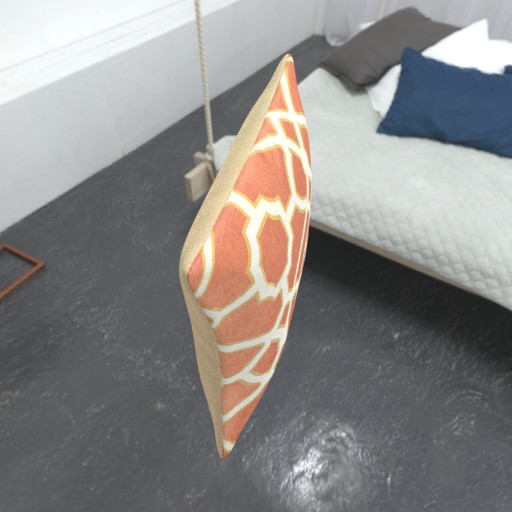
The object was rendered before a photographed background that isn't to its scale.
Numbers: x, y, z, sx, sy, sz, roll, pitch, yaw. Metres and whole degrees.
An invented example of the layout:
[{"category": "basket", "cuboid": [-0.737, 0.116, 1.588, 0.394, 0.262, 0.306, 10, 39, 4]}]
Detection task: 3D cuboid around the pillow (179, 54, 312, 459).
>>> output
[{"category": "pillow", "cuboid": [0.000, 0.000, 0.807, 0.166, 0.508, 0.552, 10, 47, 9]}]
